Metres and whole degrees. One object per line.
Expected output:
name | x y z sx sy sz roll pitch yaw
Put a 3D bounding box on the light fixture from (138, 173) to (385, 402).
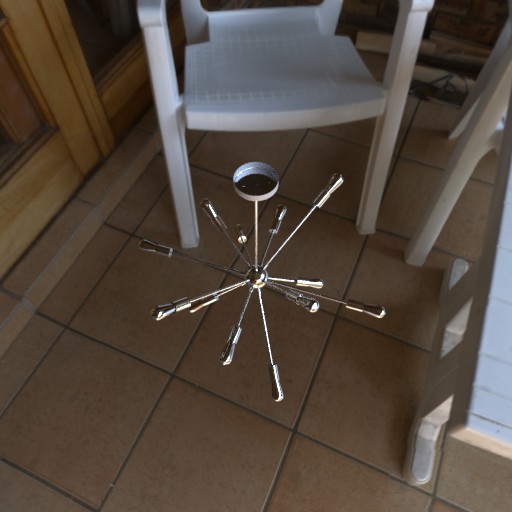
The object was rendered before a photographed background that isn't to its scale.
light fixture | 0.000 0.000 1.084 0.684 0.558 0.509 15 59 9
